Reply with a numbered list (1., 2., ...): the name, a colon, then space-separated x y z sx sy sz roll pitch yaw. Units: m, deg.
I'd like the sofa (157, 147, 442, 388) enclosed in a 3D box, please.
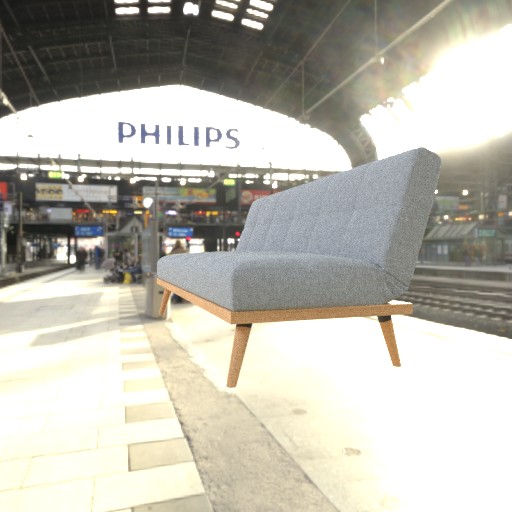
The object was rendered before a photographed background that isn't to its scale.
1. sofa: 0.000 0.000 2.298 0.800 0.800 1.820 0 1 -20
